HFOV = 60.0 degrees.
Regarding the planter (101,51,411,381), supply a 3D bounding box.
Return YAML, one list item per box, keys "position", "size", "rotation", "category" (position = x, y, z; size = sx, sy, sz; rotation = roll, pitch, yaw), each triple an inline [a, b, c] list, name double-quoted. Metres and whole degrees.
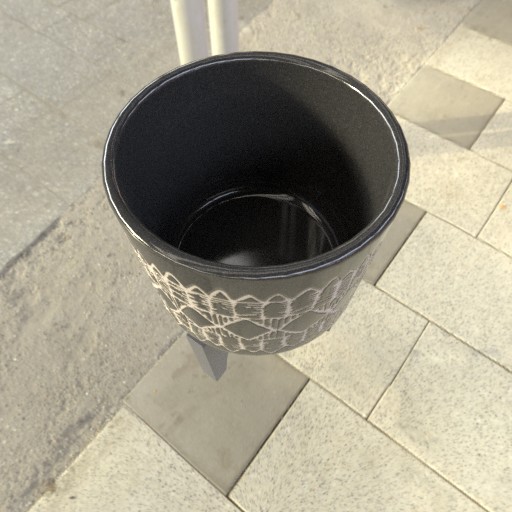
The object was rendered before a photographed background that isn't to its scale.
- position: [0.000, 0.000, 0.513]
  size: [0.251, 0.355, 0.251]
  rotation: [31, 64, 17]
  category: "planter"
